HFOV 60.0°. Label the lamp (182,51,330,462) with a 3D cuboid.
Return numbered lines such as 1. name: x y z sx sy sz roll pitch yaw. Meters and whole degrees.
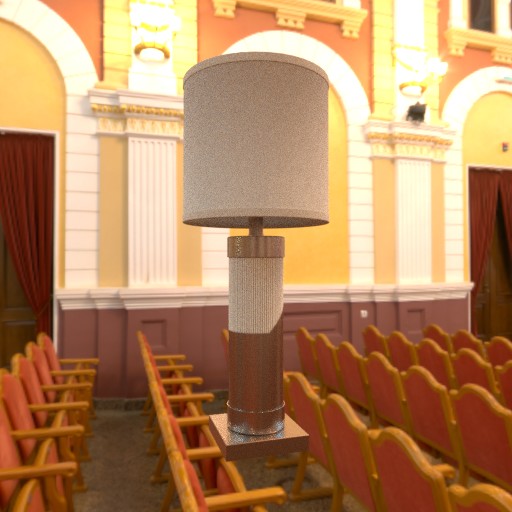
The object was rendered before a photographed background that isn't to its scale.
1. lamp: 0.000 0.000 0.618 0.202 0.509 0.202 0 -1 -17
